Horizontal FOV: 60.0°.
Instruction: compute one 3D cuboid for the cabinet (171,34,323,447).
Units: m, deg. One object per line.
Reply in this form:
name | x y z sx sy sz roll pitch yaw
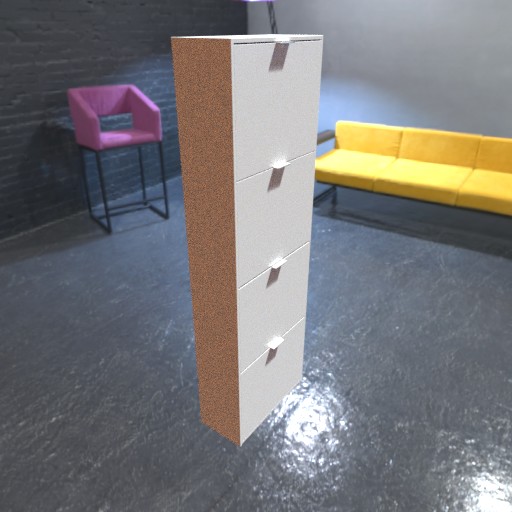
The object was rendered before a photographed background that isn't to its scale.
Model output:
cabinet | 0.000 0.000 1.834 0.255 1.630 0.520 19 33 32
